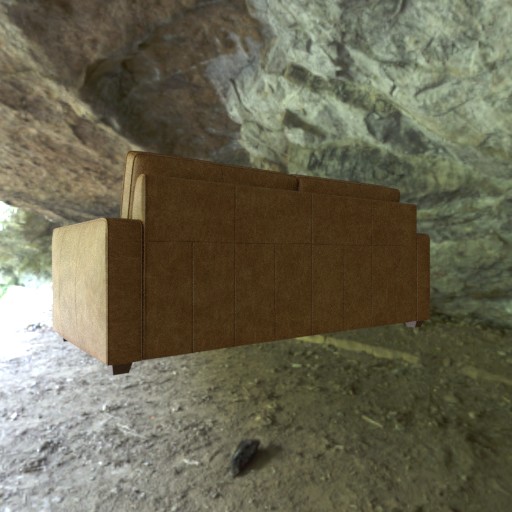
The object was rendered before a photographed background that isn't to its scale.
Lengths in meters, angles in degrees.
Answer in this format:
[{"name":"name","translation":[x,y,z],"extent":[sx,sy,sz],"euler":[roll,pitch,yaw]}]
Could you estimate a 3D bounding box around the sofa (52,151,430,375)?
[{"name":"sofa","translation":[0.000,0.000,2.676],"extent":[2.156,0.928,0.991],"euler":[0,0,-36]}]
